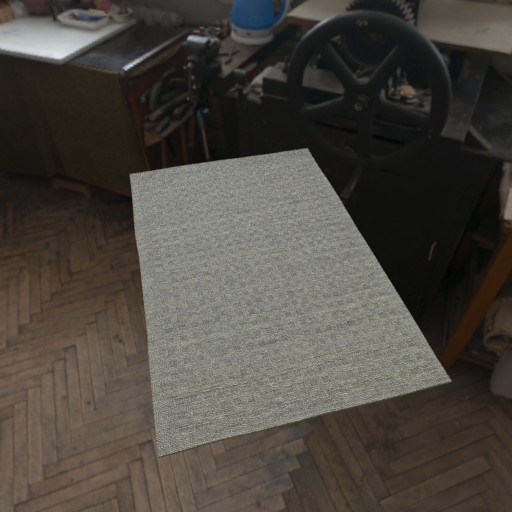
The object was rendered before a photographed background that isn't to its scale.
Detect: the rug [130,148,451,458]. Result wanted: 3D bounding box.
[{"bbox_3d":[0.000,0.000,2.960,1.532,0.018,2.297,-11,47,-10],"label":"rug"}]
